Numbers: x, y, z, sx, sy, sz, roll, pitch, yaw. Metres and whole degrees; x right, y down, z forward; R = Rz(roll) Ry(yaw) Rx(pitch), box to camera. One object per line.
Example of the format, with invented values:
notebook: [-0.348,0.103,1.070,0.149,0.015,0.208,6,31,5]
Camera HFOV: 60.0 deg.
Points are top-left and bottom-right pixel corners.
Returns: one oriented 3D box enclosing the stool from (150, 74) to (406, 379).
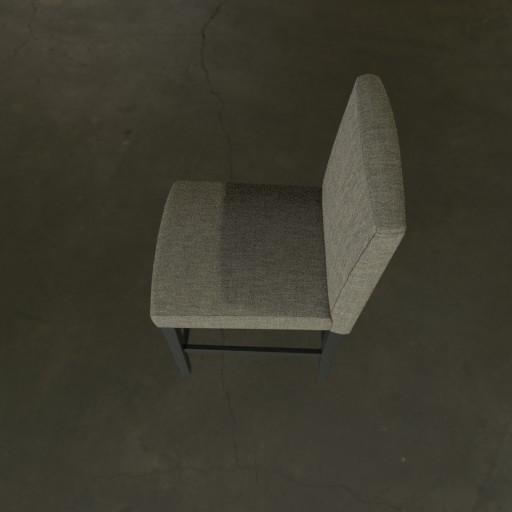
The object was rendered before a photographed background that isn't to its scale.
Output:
stool: [0.000,0.000,1.274,0.552,0.966,0.451,2,58,1]
